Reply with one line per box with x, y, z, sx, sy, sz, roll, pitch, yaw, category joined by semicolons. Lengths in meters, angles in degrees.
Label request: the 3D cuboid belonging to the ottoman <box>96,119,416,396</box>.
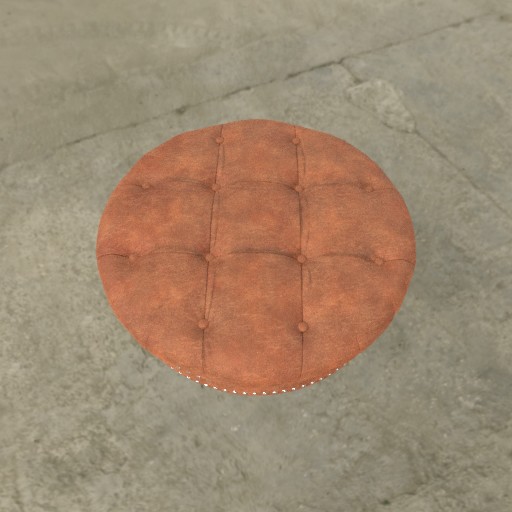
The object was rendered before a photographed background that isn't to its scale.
0.000;0.000;1.400;0.901;0.444;0.901;0;59;0;ottoman
